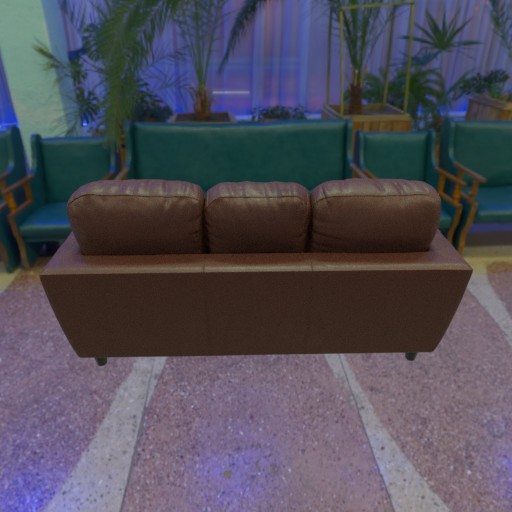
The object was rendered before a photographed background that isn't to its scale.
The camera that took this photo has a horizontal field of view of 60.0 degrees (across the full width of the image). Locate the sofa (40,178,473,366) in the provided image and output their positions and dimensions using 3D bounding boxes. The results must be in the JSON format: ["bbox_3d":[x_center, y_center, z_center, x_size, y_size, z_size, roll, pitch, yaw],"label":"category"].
[{"bbox_3d":[0.000,0.000,2.285,1.862,0.915,0.802,-1,29,-1],"label":"sofa"}]
